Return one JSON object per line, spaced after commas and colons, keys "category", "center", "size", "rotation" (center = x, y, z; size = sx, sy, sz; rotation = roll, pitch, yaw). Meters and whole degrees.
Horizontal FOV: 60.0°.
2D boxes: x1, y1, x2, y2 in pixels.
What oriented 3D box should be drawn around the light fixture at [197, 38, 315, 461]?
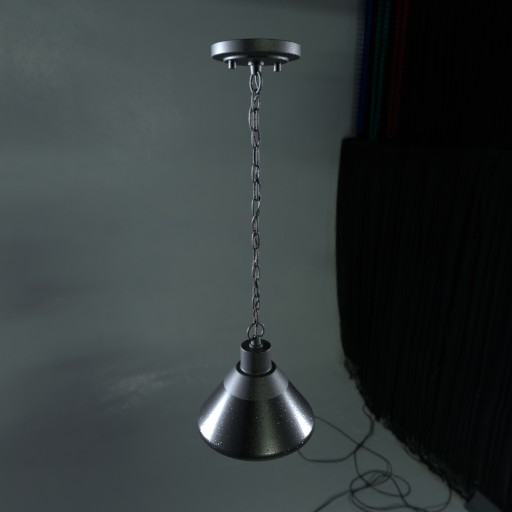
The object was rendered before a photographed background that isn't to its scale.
{"category": "light fixture", "center": [0.000, 0.000, 0.681], "size": [0.201, 0.588, 0.201], "rotation": [-9, 19, -27]}
